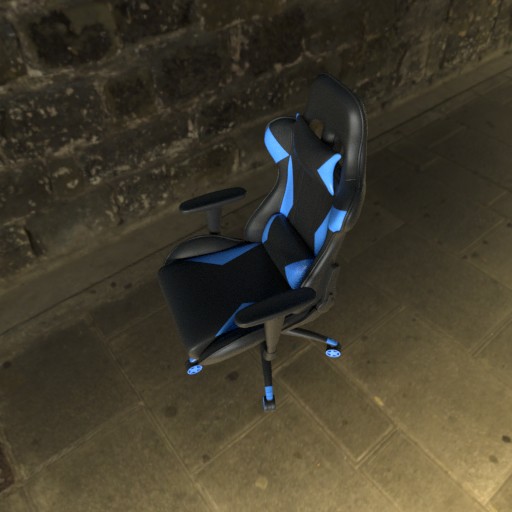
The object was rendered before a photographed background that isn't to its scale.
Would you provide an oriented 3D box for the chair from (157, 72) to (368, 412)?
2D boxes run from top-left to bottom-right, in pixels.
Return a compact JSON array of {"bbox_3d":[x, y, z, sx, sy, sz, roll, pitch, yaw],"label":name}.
[{"bbox_3d":[0.000,0.000,1.706,0.730,1.282,0.695,-18,49,-16],"label":"chair"}]
